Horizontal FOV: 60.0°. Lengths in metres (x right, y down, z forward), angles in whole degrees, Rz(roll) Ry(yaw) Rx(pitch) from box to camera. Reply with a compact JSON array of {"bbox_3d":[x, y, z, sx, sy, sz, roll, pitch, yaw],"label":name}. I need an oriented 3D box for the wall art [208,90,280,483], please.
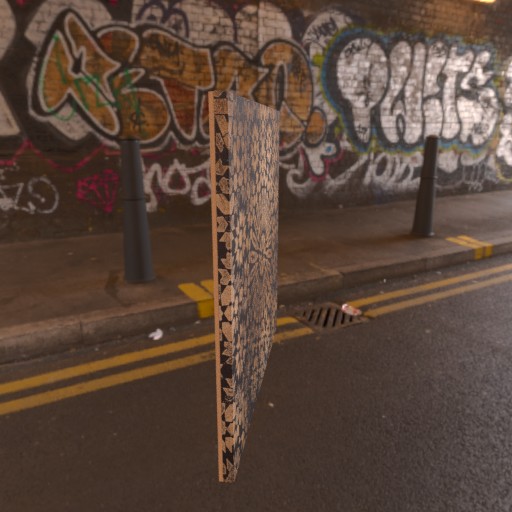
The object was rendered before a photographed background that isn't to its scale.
[{"bbox_3d":[0.000,0.000,1.409,0.038,0.914,0.914,3,16,9],"label":"wall art"}]
